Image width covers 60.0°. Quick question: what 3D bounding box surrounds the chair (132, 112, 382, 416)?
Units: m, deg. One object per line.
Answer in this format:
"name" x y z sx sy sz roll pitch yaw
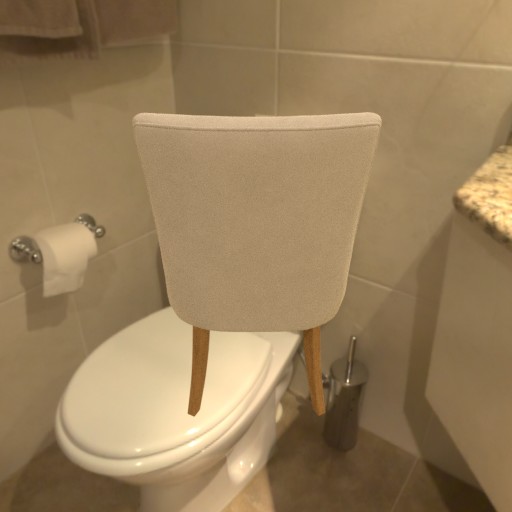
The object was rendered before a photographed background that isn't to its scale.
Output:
"chair" 0.000 0.000 1.267 0.495 0.902 0.610 0 30 0
